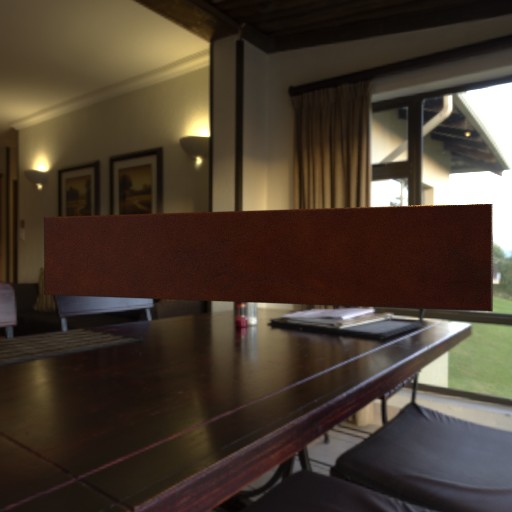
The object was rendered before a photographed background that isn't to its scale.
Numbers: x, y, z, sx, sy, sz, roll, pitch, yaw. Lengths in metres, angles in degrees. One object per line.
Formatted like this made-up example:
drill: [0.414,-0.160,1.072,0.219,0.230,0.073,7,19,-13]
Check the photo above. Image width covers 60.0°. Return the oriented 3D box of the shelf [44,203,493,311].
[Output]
shelf: [0.000,0.000,0.505,0.457,0.088,0.152,0,0,18]
